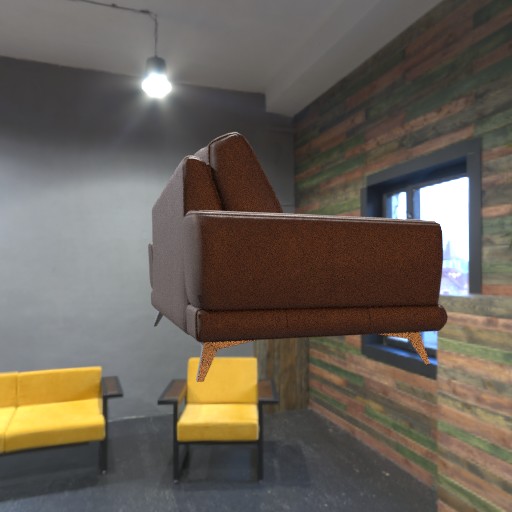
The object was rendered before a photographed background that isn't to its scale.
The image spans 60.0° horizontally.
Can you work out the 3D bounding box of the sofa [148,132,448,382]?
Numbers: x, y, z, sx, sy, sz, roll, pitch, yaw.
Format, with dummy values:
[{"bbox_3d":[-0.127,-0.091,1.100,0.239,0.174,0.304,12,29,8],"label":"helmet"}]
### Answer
[{"bbox_3d":[0.000,0.000,2.404,1.018,0.907,1.806,1,-2,-18],"label":"sofa"}]
